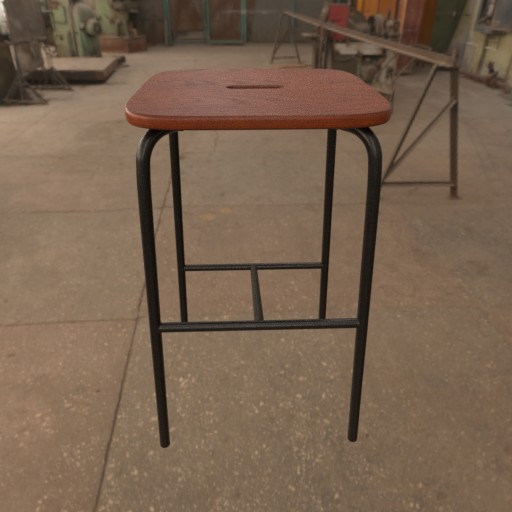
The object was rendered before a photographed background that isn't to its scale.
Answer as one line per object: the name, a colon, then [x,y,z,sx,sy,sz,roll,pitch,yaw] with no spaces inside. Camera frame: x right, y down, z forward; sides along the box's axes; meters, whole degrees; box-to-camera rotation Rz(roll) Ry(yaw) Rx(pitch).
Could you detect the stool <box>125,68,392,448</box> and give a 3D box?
stool: [0.000,0.000,0.841,0.376,0.610,0.376,-1,31,-2]
